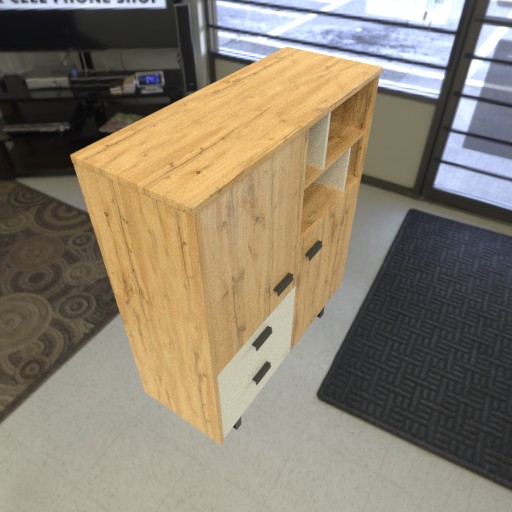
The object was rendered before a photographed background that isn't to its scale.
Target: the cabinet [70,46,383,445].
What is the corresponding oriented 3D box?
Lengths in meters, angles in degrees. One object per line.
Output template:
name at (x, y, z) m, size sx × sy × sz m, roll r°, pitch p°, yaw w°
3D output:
cabinet at (0.000, 0.000, 1.978) m, size 0.473 × 1.397 × 1.168 m, roll 25°, pitch 48°, yaw 25°
